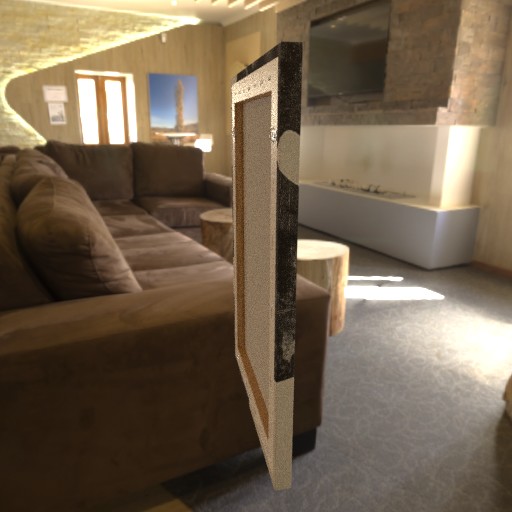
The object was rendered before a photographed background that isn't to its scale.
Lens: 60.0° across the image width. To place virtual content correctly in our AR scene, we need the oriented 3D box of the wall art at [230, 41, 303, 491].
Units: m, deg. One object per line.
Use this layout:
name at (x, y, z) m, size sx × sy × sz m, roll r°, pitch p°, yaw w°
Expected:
wall art at (0.000, 0.000, 1.150) m, size 0.041 × 0.915 × 0.610 m, roll -3°, pitch 17°, yaw -11°
